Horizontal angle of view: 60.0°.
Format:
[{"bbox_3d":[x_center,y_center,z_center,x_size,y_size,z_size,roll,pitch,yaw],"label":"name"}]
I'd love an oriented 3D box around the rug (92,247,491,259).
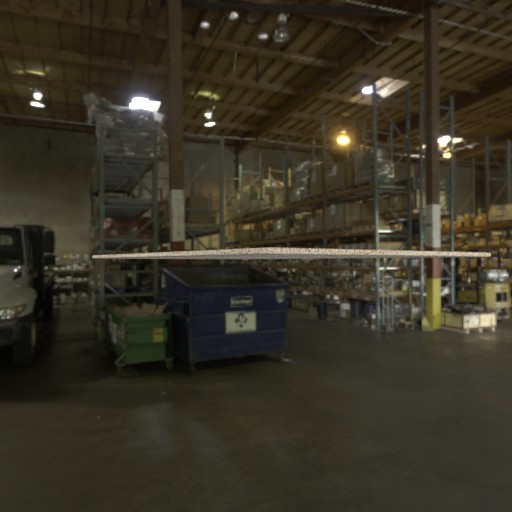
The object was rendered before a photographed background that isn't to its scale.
[{"bbox_3d":[0.000,0.000,3.452,1.778,0.030,2.743,1,-1,-35],"label":"rug"}]
